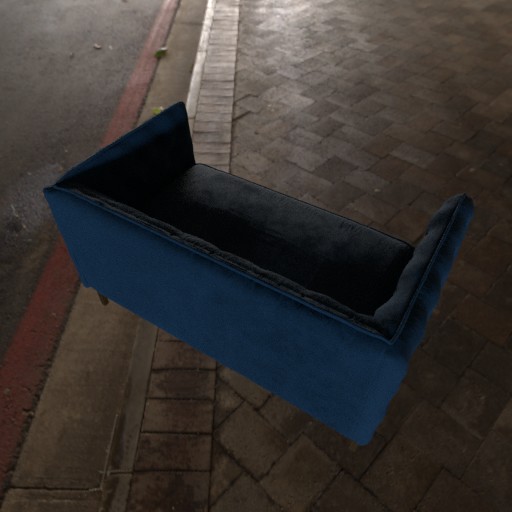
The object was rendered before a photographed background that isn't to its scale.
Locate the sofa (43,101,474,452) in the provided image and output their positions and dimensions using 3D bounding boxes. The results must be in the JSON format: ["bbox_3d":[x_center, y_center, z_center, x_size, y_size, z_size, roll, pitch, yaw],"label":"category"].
[{"bbox_3d":[0.000,0.000,2.068,1.583,0.810,0.909,24,51,22],"label":"sofa"}]
